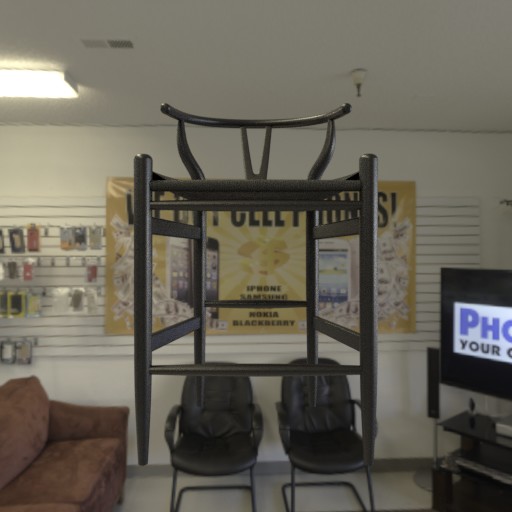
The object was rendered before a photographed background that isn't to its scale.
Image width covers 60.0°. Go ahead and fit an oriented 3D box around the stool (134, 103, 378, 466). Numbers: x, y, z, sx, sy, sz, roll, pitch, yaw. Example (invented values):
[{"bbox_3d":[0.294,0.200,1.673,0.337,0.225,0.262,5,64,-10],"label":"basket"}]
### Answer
[{"bbox_3d":[0.000,0.000,1.302,0.569,0.970,0.579,0,0,0],"label":"stool"}]
